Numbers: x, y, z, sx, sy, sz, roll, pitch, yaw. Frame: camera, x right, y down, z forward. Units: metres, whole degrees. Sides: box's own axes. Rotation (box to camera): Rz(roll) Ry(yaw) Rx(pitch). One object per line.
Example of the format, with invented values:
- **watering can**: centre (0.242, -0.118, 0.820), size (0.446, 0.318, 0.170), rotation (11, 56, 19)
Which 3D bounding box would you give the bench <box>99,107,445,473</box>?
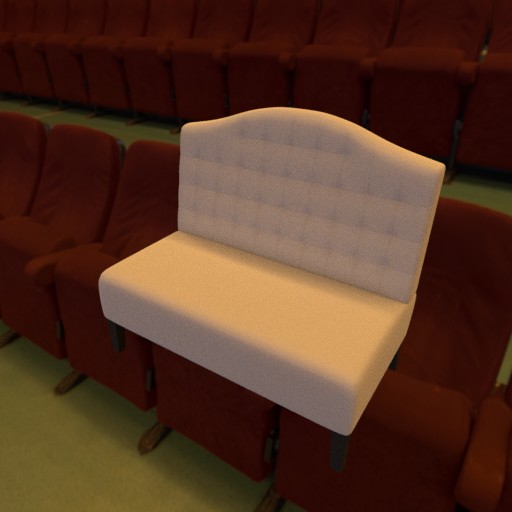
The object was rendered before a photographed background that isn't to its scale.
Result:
- **bench**: centre (0.000, 0.000, 2.028), size (1.335, 1.180, 0.815), rotation (18, 34, 28)
